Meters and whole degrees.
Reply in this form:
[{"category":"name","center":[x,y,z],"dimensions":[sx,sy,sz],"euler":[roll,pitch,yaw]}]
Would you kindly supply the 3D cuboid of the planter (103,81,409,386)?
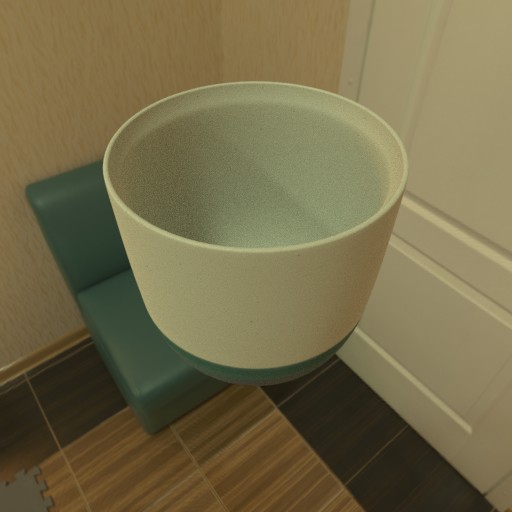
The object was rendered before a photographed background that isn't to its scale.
[{"category":"planter","center":[0.000,0.000,0.378],"dimensions":[0.204,0.214,0.204],"euler":[0,46,0]}]
